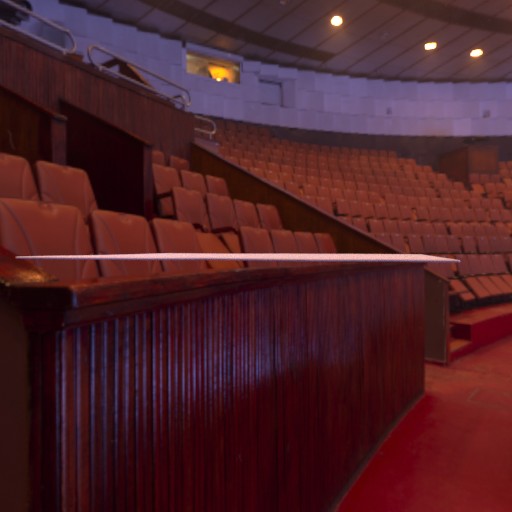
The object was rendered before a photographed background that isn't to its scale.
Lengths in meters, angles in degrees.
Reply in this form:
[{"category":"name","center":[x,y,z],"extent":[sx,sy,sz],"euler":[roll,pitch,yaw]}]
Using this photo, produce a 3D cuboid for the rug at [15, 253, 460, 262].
[{"category":"rug","center":[0.000,0.000,4.044],"extent":[3.055,0.021,2.410],"euler":[0,1,16]}]
